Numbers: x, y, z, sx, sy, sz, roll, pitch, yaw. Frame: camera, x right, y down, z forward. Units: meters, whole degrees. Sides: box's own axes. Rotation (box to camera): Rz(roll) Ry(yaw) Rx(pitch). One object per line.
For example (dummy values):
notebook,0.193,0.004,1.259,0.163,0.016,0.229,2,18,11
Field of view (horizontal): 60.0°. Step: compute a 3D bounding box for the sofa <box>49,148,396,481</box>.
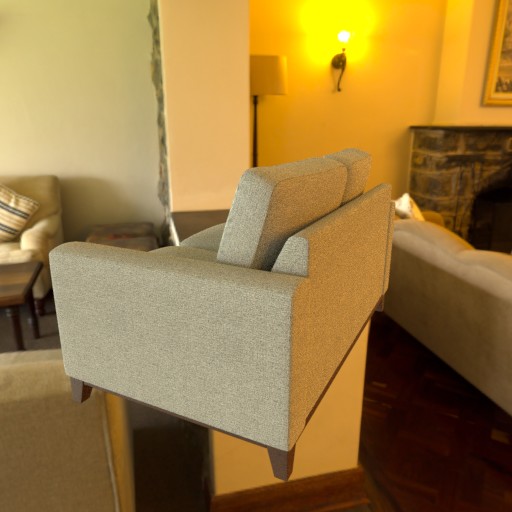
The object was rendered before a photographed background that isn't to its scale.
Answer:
sofa,0.000,0.000,1.934,0.917,0.873,1.420,8,19,25
